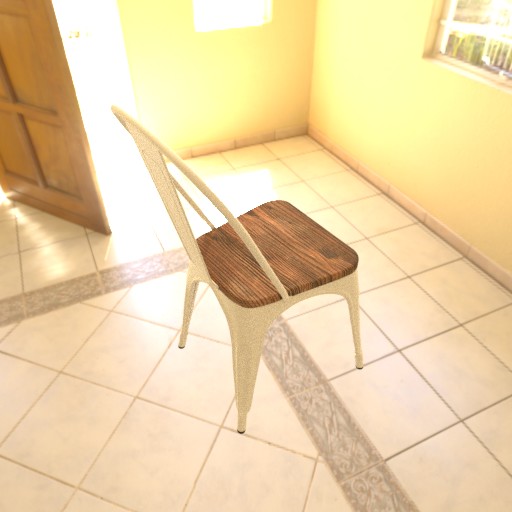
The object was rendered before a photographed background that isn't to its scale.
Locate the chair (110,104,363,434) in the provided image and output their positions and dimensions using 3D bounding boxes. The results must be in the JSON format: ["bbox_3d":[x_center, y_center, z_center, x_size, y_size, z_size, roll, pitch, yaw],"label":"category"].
[{"bbox_3d":[0.000,0.000,1.153,0.521,0.851,0.452,-24,45,-26],"label":"chair"}]
